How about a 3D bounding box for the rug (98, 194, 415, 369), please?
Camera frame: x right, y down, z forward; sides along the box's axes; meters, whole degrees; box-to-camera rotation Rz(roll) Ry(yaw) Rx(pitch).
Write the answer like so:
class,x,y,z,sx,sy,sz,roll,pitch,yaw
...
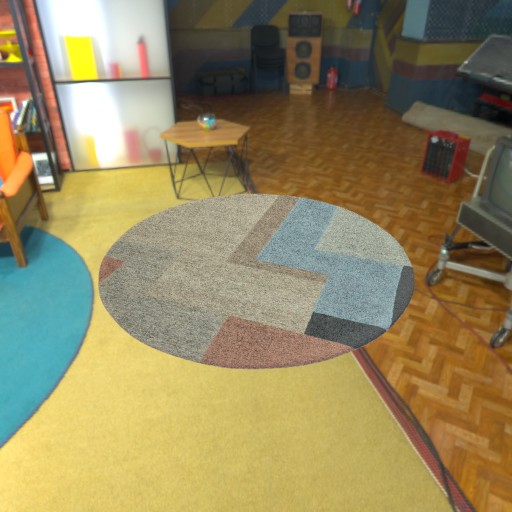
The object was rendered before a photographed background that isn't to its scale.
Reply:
class,x,y,z,sx,sy,sz,roll,pitch,yaw
rug,0.000,0.000,3.598,2.461,0.033,2.461,0,32,0
